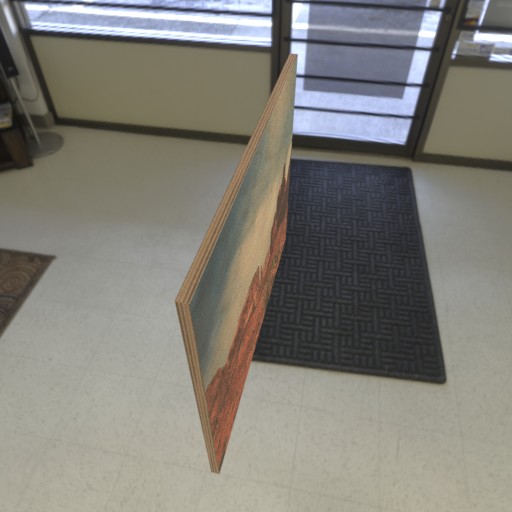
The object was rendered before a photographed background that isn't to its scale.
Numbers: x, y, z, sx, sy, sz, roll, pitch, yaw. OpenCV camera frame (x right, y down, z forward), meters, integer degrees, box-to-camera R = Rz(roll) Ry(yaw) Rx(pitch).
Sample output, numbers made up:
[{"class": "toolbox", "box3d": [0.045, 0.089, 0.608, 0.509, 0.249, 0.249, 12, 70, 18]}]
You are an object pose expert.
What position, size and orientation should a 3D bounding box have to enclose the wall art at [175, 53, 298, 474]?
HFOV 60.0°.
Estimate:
[{"class": "wall art", "box3d": [0.000, 0.000, 0.674, 0.013, 0.406, 0.508, 10, 47, 9]}]
